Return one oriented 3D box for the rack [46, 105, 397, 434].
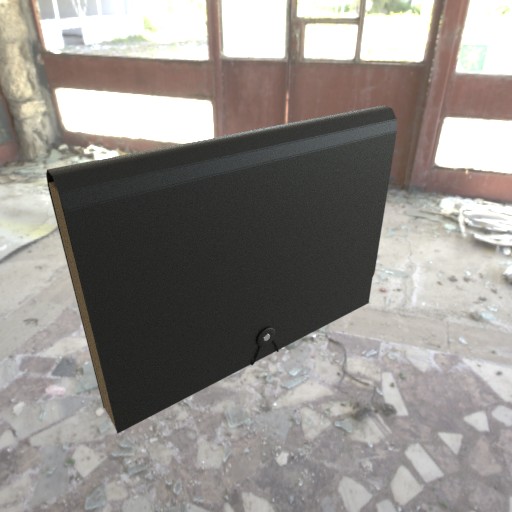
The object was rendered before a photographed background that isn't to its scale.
[{"bbox_3d":[0.000,0.000,0.430,0.330,0.241,0.041,-20,36,-31],"label":"rack"}]
